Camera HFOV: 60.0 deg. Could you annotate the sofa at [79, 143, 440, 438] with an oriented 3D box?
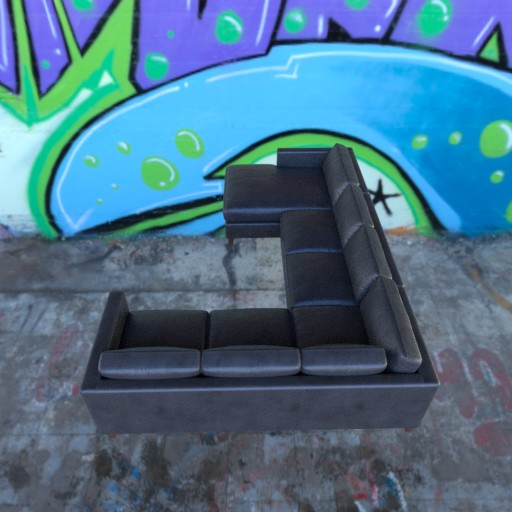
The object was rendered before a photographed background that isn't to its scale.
[{"bbox_3d":[0.000,0.000,4.409,2.452,0.891,3.324,-1,42,-1],"label":"sofa"}]
